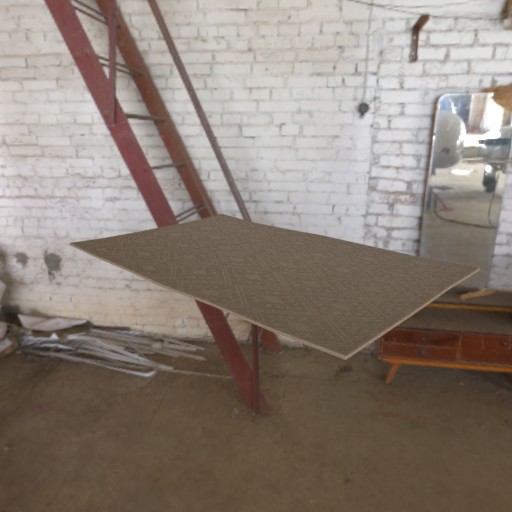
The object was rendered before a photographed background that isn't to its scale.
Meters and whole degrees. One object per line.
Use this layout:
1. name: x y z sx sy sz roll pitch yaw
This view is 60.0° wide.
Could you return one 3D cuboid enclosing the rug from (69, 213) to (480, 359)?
1. rug: 0.000 0.000 3.060 2.430 0.053 1.553 15 22 41
